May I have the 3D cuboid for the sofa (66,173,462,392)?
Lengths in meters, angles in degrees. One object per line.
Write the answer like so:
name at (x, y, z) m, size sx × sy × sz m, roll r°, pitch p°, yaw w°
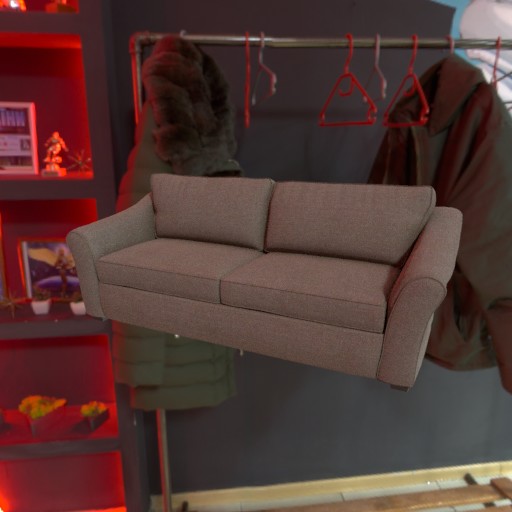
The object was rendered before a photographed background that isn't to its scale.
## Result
sofa at (0.000, 0.000, 2.754) m, size 2.270 × 0.906 × 0.986 m, roll 7°, pitch 17°, yaw 24°
